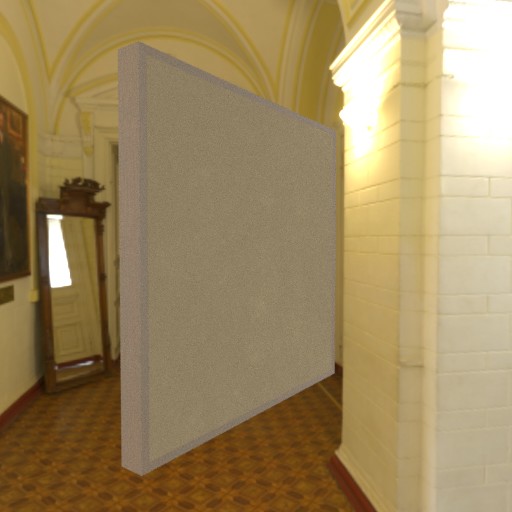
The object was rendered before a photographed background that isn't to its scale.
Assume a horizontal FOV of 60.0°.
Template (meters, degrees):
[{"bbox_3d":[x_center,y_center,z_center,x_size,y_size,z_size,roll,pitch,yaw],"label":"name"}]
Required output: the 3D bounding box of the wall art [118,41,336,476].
[{"bbox_3d":[0.000,0.000,0.732,0.038,0.506,0.508,1,2,36],"label":"wall art"}]
